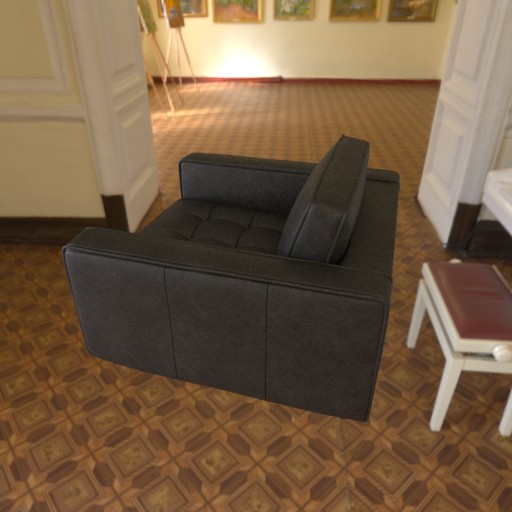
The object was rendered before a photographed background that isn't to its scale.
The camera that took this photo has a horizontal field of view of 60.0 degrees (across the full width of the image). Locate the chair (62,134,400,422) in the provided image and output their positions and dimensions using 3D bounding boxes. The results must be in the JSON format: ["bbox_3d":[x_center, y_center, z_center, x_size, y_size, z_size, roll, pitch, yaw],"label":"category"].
[{"bbox_3d":[0.000,0.000,1.574,0.914,0.763,0.889,9,32,14],"label":"chair"}]
